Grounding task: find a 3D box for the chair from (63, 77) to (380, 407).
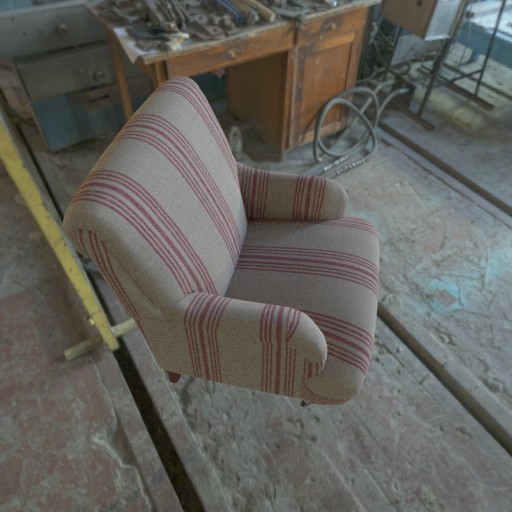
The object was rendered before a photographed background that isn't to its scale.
[{"bbox_3d":[0.000,0.000,1.862,1.058,1.123,0.933,10,49,9],"label":"chair"}]
